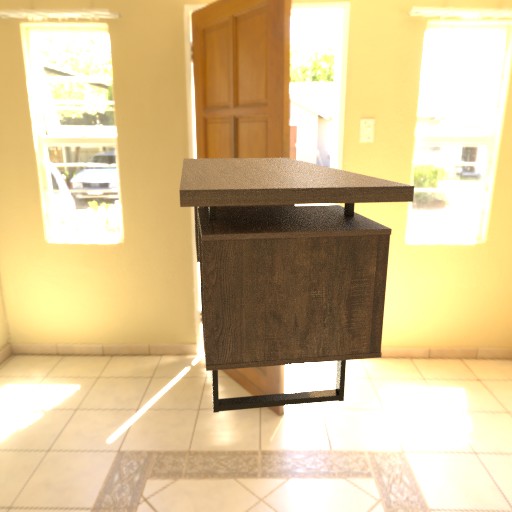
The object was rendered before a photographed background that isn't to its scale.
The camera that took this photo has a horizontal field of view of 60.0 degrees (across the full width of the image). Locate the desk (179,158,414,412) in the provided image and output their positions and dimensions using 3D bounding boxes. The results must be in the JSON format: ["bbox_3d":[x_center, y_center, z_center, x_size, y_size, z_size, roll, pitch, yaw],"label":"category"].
[{"bbox_3d":[0.000,0.000,1.930,0.600,0.760,1.524,-2,15,-8],"label":"desk"}]
